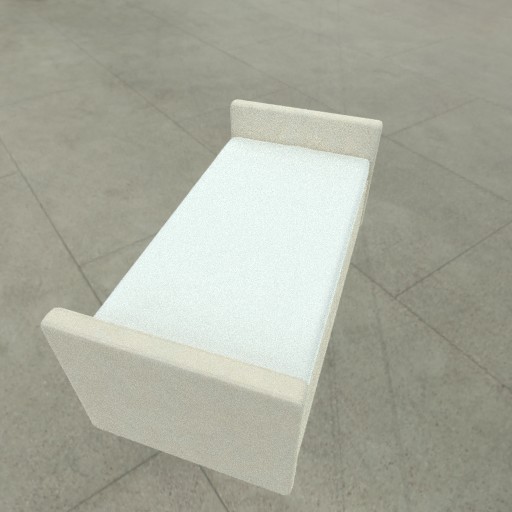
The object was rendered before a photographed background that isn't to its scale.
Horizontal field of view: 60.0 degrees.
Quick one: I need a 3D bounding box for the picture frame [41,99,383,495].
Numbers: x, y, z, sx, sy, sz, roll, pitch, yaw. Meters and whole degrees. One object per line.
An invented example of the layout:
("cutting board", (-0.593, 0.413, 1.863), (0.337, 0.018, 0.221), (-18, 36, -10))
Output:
("picture frame", (0.000, 0.000, 2.641), (1.069, 0.891, 2.161), (13, 45, 14))
